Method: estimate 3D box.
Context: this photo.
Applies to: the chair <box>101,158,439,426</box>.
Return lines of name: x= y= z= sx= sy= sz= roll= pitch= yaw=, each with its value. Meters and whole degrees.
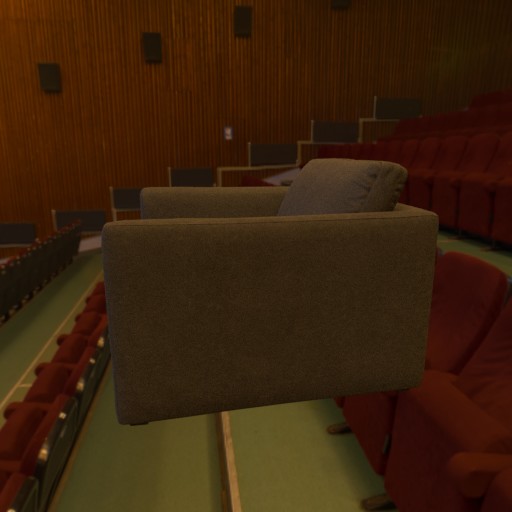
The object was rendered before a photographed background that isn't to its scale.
chair: x=0.000 y=0.000 z=1.912 sx=1.091 sy=0.845 sz=1.190 roll=-2 pitch=14 yaw=-9
